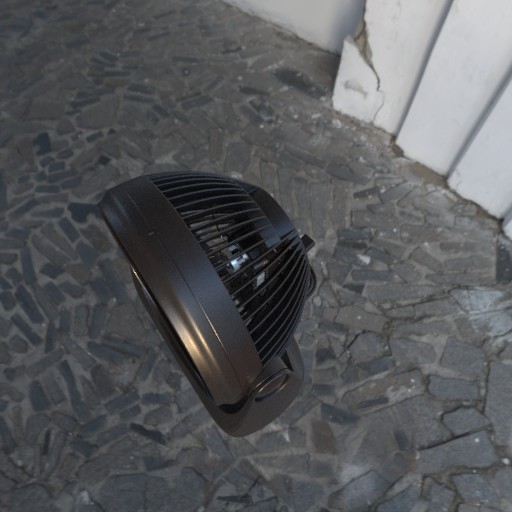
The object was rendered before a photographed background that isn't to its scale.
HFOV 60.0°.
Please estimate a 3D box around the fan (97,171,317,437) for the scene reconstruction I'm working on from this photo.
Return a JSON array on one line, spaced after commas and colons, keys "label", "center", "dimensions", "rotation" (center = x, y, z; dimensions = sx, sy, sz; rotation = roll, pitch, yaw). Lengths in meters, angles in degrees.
[{"label": "fan", "center": [0.000, 0.000, 0.482], "dimensions": [0.256, 0.277, 0.273], "rotation": [-31, 66, -15]}]
